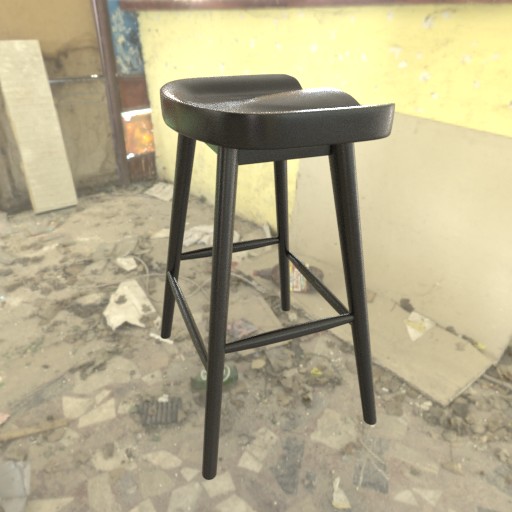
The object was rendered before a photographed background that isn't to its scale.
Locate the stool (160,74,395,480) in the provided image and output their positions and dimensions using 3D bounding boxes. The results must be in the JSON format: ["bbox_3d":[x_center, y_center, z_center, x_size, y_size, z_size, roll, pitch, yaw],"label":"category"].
[{"bbox_3d":[0.000,0.000,0.867,0.361,0.615,0.440,-10,30,-18],"label":"stool"}]
